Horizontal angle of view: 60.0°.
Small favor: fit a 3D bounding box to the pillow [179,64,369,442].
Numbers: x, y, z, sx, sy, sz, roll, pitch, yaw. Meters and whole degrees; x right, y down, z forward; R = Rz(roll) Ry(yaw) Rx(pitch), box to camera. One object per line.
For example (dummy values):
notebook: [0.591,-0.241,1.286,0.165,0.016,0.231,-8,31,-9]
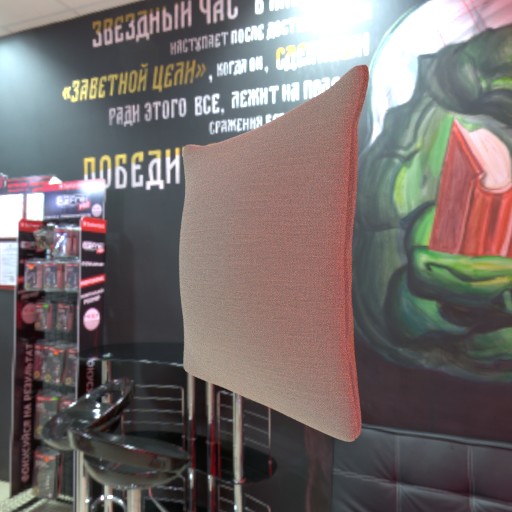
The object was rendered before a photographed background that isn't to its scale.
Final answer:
pillow: [0.000,0.000,0.699,0.191,0.449,0.451,1,-1,-36]
